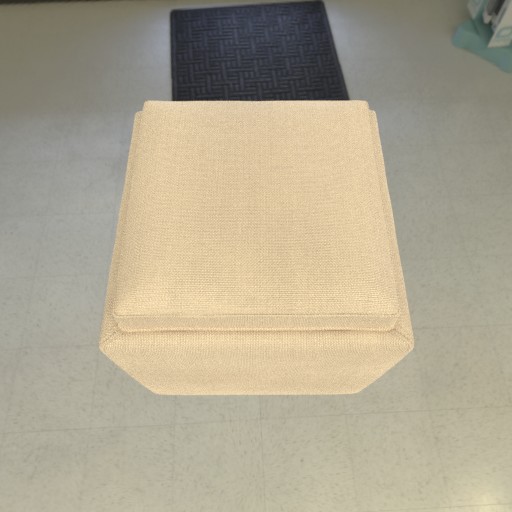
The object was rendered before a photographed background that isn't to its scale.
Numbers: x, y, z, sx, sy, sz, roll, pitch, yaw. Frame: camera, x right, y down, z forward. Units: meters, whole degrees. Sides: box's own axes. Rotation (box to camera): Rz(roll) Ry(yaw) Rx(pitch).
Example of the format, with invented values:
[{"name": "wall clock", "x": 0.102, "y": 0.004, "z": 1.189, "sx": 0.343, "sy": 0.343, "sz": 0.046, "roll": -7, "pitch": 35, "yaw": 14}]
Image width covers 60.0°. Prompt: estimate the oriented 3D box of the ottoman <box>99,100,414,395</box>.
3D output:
[{"name": "ottoman", "x": 0.000, "y": 0.000, "z": 0.838, "sx": 0.450, "sy": 0.460, "sz": 0.451, "roll": 0, "pitch": 63, "yaw": 0}]
